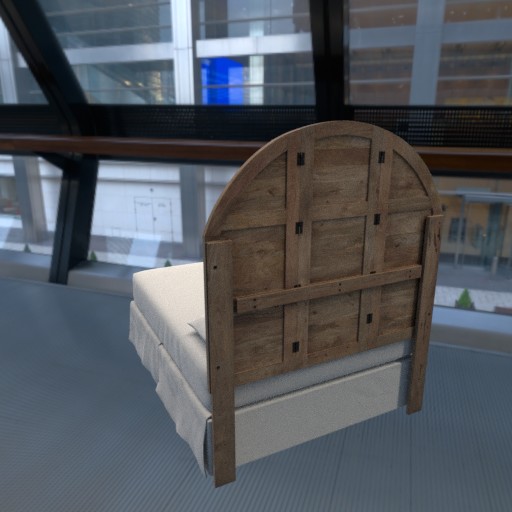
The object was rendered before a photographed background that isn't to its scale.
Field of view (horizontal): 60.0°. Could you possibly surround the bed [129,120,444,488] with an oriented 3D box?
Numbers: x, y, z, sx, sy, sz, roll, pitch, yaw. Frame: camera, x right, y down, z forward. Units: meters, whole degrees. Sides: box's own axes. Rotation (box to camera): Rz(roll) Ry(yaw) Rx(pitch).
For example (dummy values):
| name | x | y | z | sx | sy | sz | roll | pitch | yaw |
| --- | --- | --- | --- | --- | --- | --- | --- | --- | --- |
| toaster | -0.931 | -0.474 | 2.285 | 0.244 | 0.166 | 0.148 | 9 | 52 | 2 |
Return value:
| name | x | y | z | sx | sy | sz | roll | pitch | yaw |
| --- | --- | --- | --- | --- | --- | --- | --- | --- | --- |
| bed | 0.000 | 0.000 | 3.489 | 1.713 | 2.002 | 2.112 | -8 | 18 | -26 |
